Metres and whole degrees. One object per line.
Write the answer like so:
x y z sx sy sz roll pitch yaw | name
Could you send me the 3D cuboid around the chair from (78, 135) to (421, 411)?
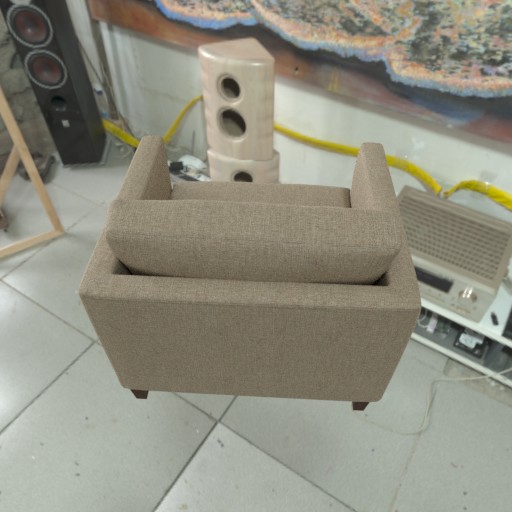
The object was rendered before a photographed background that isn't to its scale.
0.000 0.000 1.891 1.107 0.987 0.959 2 47 2 | chair
